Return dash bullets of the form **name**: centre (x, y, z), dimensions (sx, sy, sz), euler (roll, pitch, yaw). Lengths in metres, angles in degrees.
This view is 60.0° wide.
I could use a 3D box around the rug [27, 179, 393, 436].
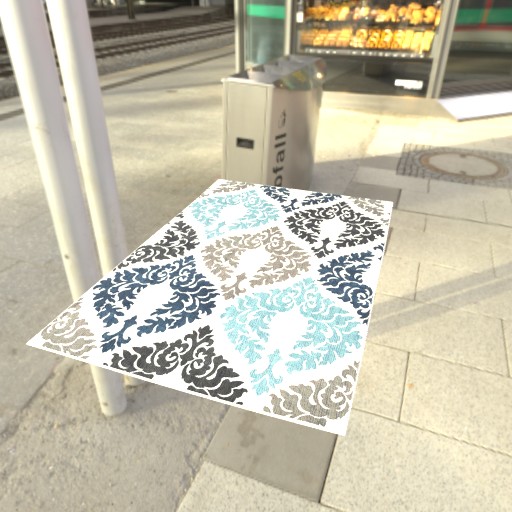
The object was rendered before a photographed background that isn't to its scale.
- **rug**: centre (0.000, 0.000, 2.798), dimensions (1.514, 0.014, 2.275), euler (10, 32, 17)
